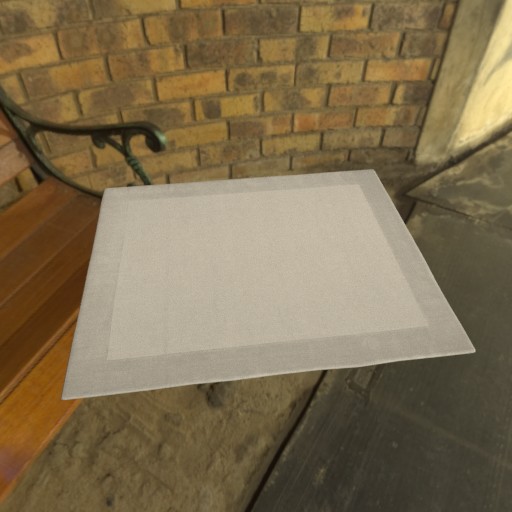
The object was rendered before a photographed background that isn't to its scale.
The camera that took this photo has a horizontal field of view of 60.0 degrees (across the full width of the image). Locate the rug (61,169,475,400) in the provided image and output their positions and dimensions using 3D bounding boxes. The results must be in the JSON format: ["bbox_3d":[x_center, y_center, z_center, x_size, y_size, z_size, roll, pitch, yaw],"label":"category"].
[{"bbox_3d":[0.000,0.000,3.991,2.976,0.018,2.430,-5,45,-5],"label":"rug"}]
